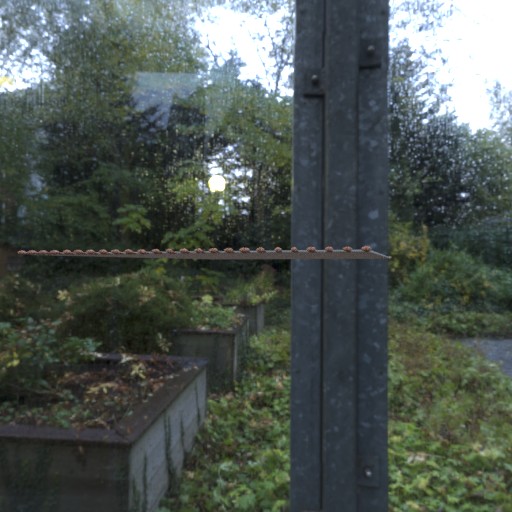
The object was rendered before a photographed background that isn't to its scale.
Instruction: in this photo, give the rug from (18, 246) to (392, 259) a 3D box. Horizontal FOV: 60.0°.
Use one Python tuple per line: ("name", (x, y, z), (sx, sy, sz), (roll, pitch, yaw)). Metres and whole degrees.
("rug", (0.000, 0.000, 4.348), (2.451, 0.035, 3.369), (0, -1, 19))
